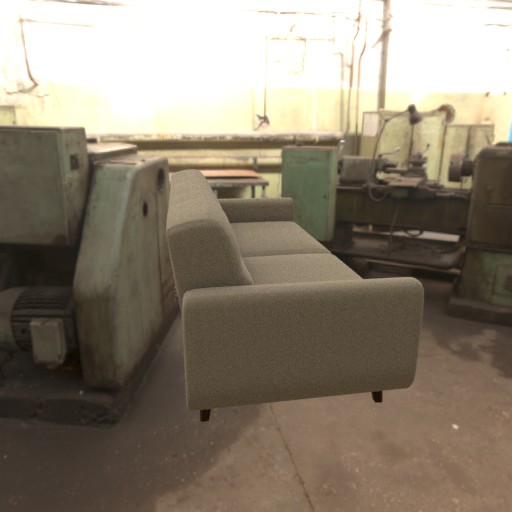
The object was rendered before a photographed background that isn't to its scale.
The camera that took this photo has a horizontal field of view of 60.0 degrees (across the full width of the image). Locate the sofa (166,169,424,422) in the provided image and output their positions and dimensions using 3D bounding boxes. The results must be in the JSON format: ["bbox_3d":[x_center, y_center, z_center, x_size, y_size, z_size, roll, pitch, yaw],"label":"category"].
[{"bbox_3d":[0.000,0.000,2.662,0.980,0.892,2.137,-3,17,-9],"label":"sofa"}]
